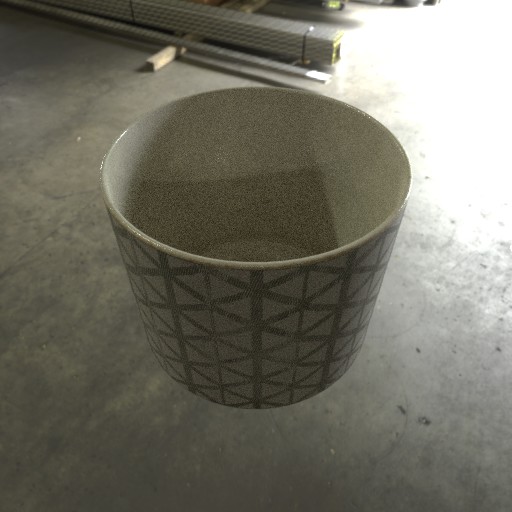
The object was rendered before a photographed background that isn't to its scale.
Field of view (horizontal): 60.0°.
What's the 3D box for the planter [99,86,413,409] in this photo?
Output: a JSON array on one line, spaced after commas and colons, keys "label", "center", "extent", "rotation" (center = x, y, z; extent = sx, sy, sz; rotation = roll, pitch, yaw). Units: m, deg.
[{"label": "planter", "center": [0.000, 0.000, 0.341], "extent": [0.190, 0.181, 0.190], "rotation": [0, 46, 0]}]
